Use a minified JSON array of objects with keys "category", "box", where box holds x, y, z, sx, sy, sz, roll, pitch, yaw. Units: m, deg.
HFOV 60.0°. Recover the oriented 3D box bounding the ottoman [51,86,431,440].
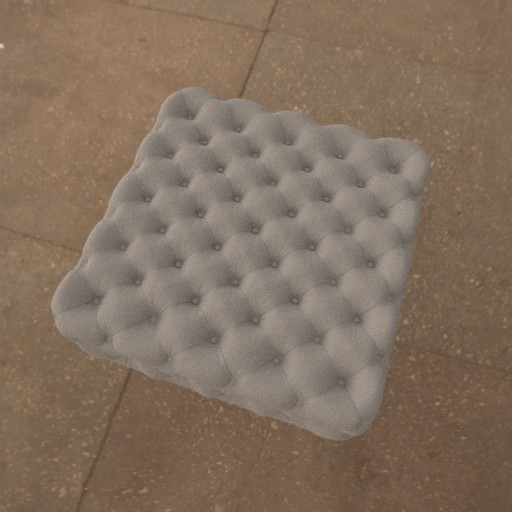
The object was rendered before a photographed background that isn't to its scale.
[{"category":"ottoman","box":[0.000,0.000,1.434,0.911,0.439,0.917,17,66,8]}]
